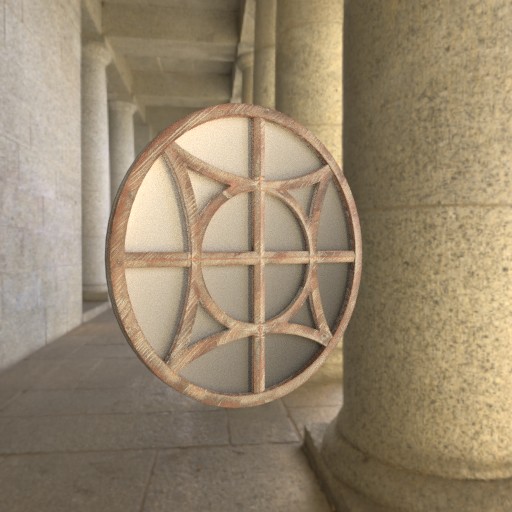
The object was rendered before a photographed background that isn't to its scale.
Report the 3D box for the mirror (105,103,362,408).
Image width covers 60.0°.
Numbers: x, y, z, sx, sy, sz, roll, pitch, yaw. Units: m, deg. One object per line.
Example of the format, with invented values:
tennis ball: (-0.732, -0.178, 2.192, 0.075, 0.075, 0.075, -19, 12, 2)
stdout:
mirror: (0.000, 0.000, 1.069, 0.710, 0.710, 0.038, -1, 1, -35)
